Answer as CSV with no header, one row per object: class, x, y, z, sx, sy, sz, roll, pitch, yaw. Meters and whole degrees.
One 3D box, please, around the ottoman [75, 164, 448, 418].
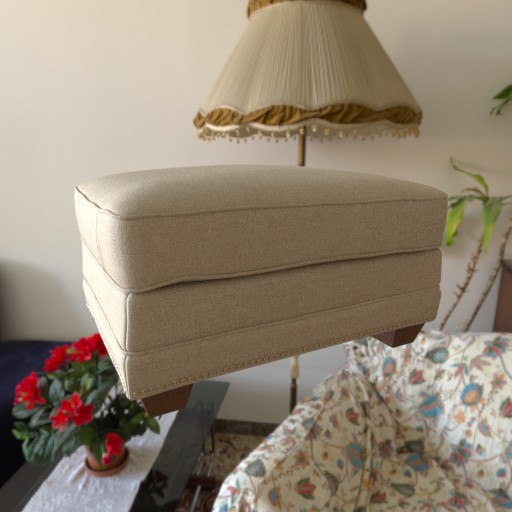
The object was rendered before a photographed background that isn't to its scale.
ottoman,0.000,0.000,1.149,0.813,0.458,0.559,-8,17,-27
